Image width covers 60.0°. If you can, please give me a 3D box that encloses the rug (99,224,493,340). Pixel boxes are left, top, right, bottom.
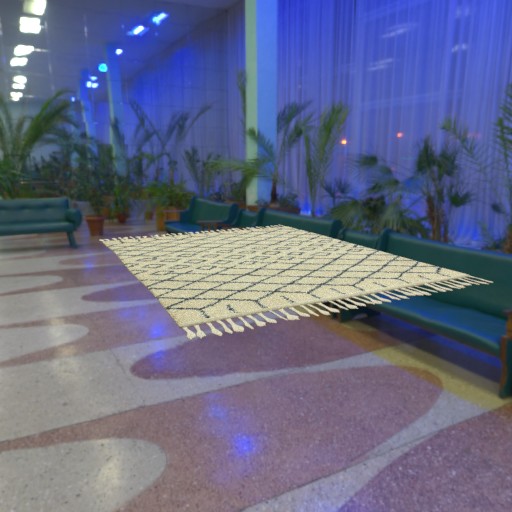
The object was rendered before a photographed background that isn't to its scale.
[{"bbox_3d":[0.000,0.000,4.190,2.388,0.030,3.213,-6,14,-26],"label":"rug"}]
